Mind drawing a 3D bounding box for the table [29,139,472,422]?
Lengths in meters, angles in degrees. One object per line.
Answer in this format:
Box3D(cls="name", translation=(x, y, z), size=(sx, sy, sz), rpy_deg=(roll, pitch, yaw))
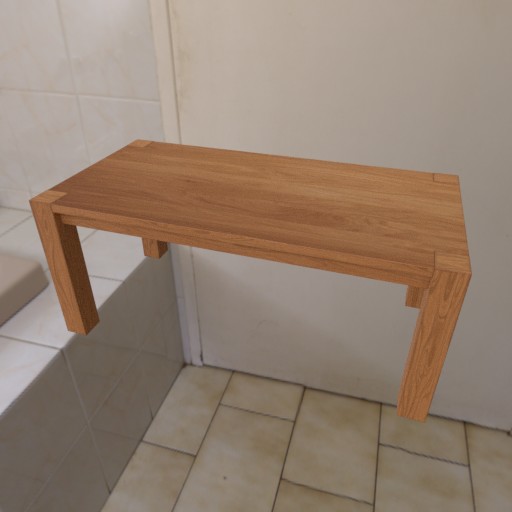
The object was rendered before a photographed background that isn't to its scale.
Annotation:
Box3D(cls="table", translation=(0.000, 0.000, 2.263), size=(1.800, 0.760, 0.900), rpy_deg=(10, 34, 15))
